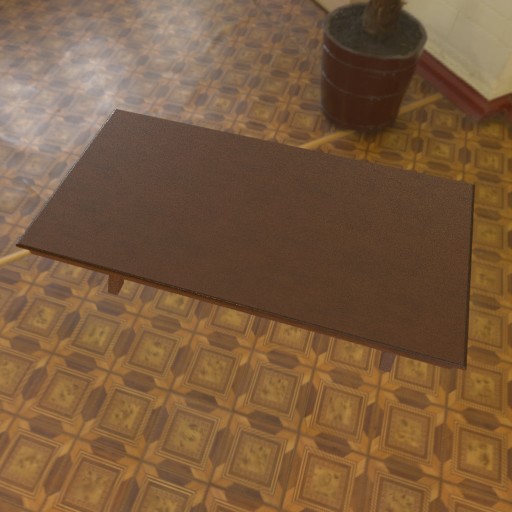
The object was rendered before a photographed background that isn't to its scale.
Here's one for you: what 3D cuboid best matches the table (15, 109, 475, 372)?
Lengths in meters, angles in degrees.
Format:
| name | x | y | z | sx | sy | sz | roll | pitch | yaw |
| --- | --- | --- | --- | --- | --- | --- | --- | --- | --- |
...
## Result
| name | x | y | z | sx | sy | sz | roll | pitch | yaw |
| --- | --- | --- | --- | --- | --- | --- | --- | --- | --- |
| table | 0.000 | 0.000 | 1.460 | 1.197 | 0.459 | 0.594 | 14 | 58 | 9 |
